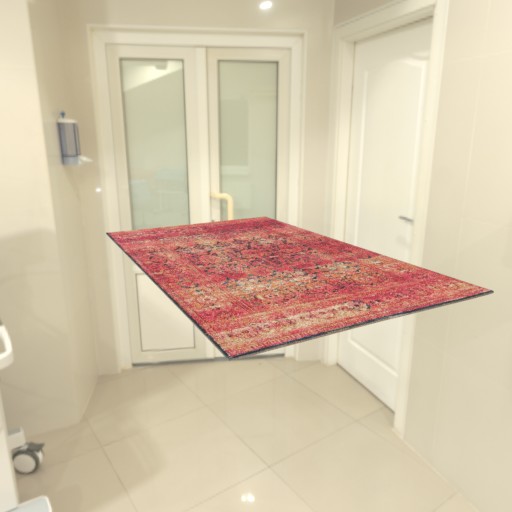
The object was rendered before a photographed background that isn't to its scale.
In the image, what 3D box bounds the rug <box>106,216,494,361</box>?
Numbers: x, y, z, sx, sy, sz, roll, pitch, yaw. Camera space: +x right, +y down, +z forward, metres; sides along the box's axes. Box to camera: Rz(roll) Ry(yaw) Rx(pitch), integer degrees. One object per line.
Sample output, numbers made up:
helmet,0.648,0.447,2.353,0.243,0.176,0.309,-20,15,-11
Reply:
rug,0.000,0.000,3.024,1.539,0.018,2.449,-8,18,-27
